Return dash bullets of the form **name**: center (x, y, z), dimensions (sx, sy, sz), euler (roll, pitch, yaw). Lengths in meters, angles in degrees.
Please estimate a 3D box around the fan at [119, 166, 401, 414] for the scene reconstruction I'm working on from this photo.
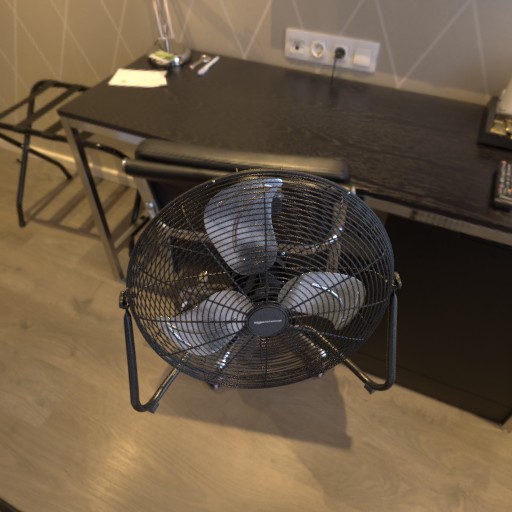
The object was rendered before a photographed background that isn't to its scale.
- **fan**: center (0.000, 0.000, 1.008), dimensions (0.595, 0.605, 0.470), euler (-4, 46, -4)
